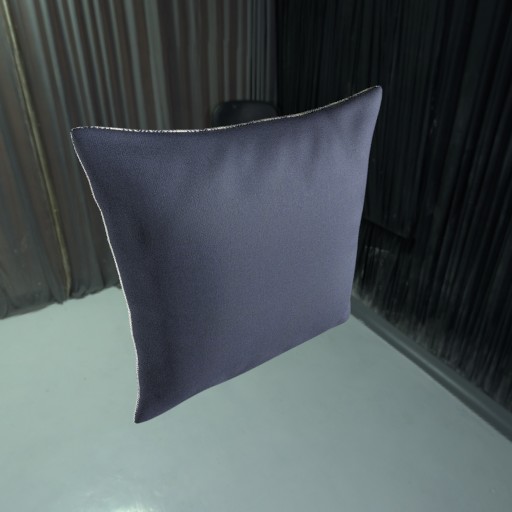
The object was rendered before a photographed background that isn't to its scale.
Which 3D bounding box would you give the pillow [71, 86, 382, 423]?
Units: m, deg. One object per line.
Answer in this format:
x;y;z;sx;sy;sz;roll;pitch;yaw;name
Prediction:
0.000;0.000;0.761;0.520;0.508;0.166;-19;35;-30;pillow
